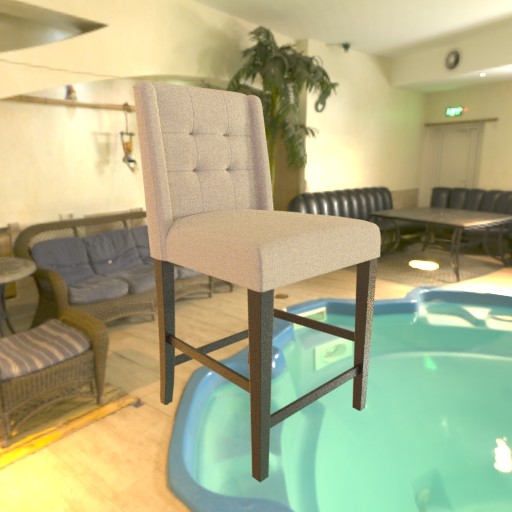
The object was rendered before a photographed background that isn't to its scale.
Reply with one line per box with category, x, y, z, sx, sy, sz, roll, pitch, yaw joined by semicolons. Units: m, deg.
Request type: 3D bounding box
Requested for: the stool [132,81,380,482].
stool;0.000;0.000;1.245;0.474;0.939;0.509;-12;18;-43
